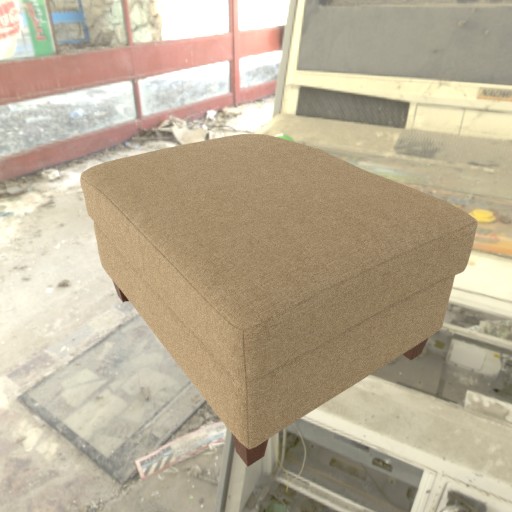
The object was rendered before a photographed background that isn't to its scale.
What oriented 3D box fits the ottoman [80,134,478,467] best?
[{"bbox_3d":[0.000,0.000,1.268,0.692,0.511,0.889,-20,36,-30],"label":"ottoman"}]
